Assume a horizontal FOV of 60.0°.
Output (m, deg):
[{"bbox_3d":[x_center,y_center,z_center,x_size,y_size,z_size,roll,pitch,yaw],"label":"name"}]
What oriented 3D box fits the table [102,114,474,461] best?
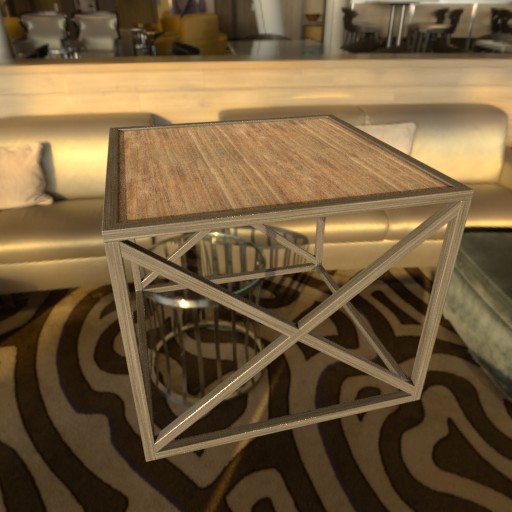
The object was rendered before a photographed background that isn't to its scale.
[{"bbox_3d":[0.000,0.000,1.070,0.611,0.507,0.609,-8,31,-13],"label":"table"}]
